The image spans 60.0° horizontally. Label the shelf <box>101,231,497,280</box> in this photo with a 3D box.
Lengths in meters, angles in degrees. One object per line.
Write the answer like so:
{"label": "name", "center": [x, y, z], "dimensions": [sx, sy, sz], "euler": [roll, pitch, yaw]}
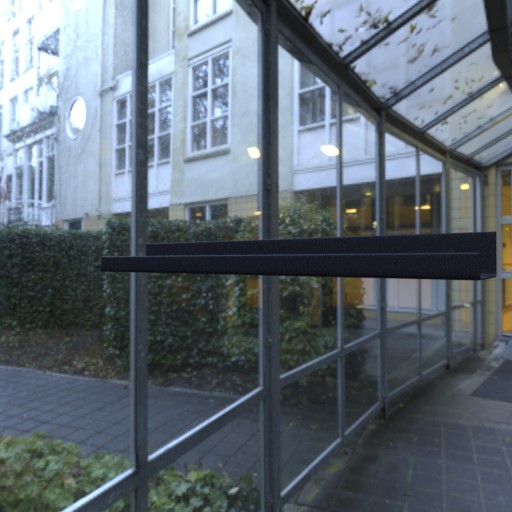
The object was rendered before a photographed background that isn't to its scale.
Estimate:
{"label": "shelf", "center": [0.000, 0.000, 0.643], "dimensions": [0.605, 0.053, 0.102], "euler": [0, -1, 37]}
